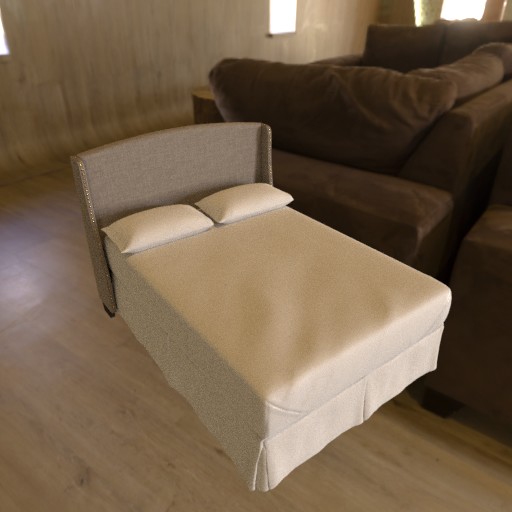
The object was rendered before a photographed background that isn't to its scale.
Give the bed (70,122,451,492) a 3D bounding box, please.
[{"bbox_3d":[0.000,0.000,3.173,1.710,1.407,2.237,-21,36,-31],"label":"bed"}]
